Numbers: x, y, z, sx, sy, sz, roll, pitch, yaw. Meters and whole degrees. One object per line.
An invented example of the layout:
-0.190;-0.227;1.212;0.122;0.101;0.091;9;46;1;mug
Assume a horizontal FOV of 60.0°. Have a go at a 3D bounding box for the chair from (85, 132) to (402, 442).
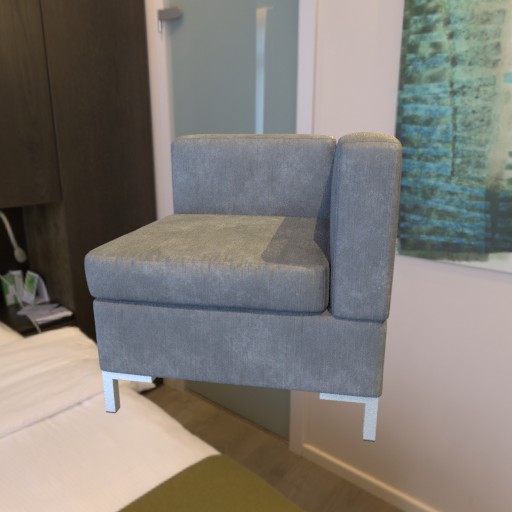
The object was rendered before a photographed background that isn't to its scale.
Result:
0.000;0.000;1.234;0.680;0.660;0.680;3;15;10;chair
